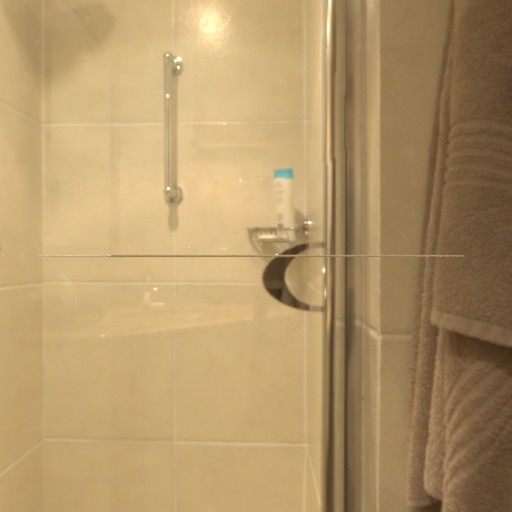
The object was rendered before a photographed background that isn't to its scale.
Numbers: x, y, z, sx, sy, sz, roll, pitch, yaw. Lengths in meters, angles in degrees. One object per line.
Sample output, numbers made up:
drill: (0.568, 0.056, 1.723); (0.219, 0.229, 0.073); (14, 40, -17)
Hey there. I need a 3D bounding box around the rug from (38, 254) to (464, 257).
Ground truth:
rug: (0.000, 0.000, 1.065); (0.868, 0.004, 0.556); (0, 0, -35)
